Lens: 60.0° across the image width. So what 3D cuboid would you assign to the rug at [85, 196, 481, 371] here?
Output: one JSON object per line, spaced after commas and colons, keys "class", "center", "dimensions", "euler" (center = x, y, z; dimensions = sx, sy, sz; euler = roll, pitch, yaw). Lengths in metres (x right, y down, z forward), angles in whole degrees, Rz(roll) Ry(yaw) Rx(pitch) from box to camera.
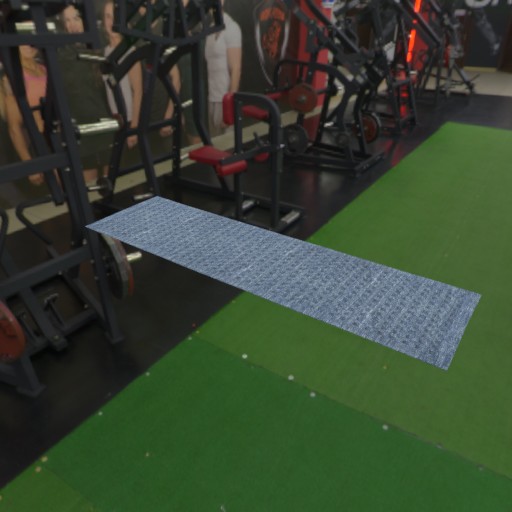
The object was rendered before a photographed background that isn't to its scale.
{"class": "rug", "center": [0.000, 0.000, 2.719], "dimensions": [2.443, 0.008, 0.688], "euler": [19, 34, 30]}
